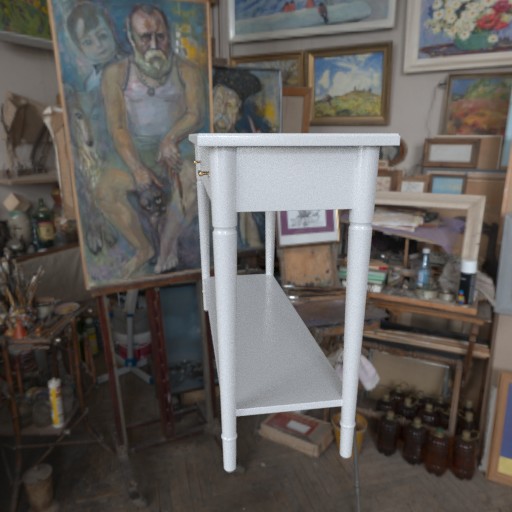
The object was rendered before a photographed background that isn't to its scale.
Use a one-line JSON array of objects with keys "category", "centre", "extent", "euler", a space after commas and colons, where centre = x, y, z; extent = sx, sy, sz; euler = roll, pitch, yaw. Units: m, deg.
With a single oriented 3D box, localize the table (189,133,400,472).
[{"category": "table", "centre": [0.000, 0.000, 1.413], "extent": [0.381, 0.749, 1.067], "euler": [-2, 15, -9]}]
